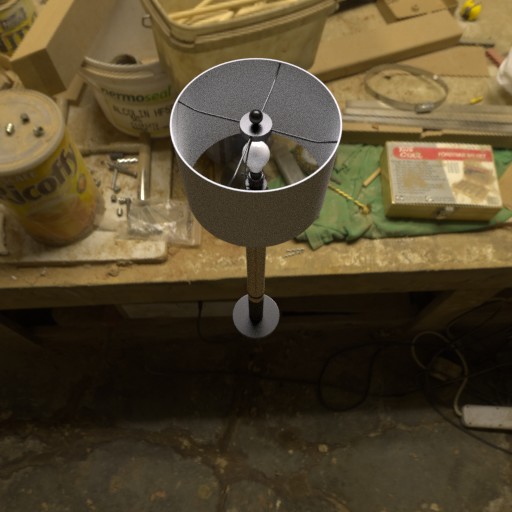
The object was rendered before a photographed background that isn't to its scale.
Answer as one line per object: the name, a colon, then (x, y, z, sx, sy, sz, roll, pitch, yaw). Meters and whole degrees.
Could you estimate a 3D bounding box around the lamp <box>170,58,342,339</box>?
lamp: (0.000, 0.000, 1.630, 0.381, 1.478, 0.381, -1, 65, -1)
